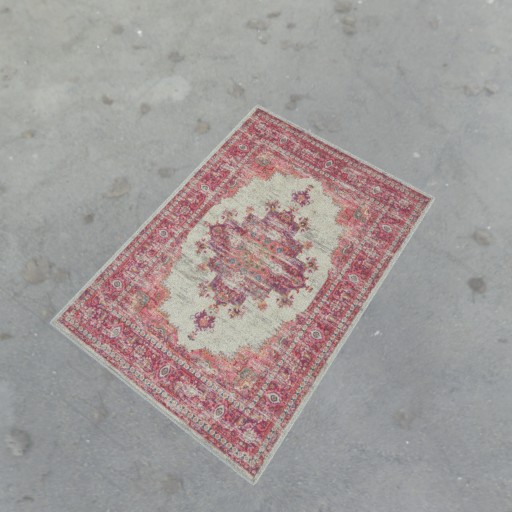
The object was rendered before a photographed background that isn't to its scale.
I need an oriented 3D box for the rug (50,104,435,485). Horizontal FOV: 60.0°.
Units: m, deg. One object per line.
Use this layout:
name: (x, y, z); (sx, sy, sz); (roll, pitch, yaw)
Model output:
rug: (0.000, 0.000, 2.307); (1.217, 0.011, 1.747); (32, 68, 15)
